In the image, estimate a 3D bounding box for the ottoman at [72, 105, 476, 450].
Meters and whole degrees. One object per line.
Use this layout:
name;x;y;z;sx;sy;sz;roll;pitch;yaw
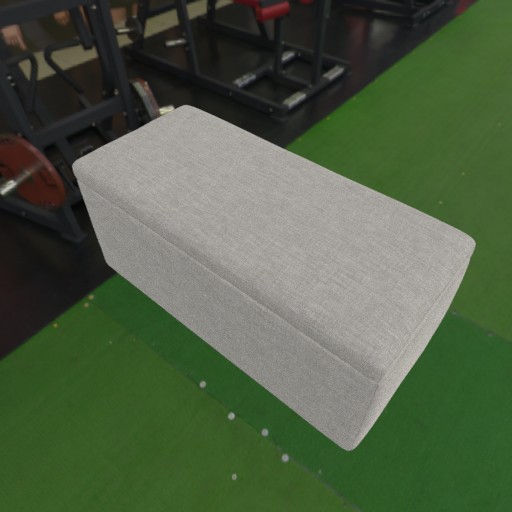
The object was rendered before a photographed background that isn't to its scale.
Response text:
ottoman;0.000;0.000;1.146;0.902;0.432;0.419;32;55;26
